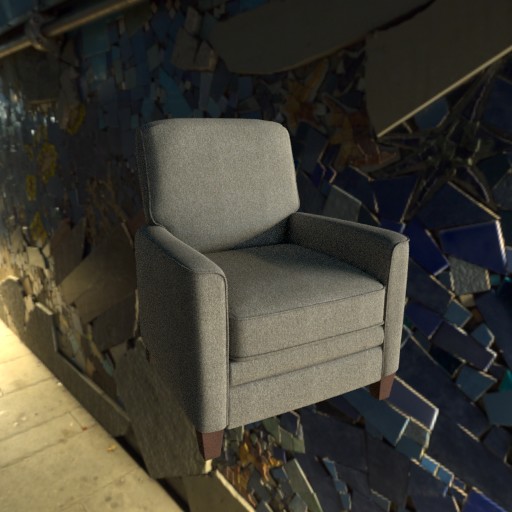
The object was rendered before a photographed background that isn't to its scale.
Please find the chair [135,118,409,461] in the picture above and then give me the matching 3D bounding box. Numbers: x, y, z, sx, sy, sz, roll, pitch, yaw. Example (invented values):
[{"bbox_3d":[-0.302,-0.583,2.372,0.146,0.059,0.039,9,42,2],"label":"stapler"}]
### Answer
[{"bbox_3d":[0.000,0.000,1.707,0.841,1.028,0.858,-8,18,-26],"label":"chair"}]
